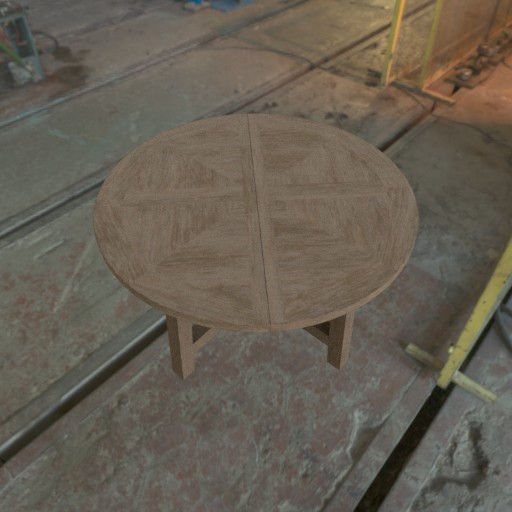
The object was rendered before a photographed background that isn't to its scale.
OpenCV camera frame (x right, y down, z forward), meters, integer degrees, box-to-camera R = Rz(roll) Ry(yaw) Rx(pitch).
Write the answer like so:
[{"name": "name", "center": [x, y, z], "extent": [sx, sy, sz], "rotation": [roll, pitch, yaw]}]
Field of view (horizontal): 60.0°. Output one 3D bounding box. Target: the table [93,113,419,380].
[{"name": "table", "center": [0.000, 0.000, 2.128], "extent": [1.319, 0.762, 1.319], "rotation": [0, 47, 0]}]
